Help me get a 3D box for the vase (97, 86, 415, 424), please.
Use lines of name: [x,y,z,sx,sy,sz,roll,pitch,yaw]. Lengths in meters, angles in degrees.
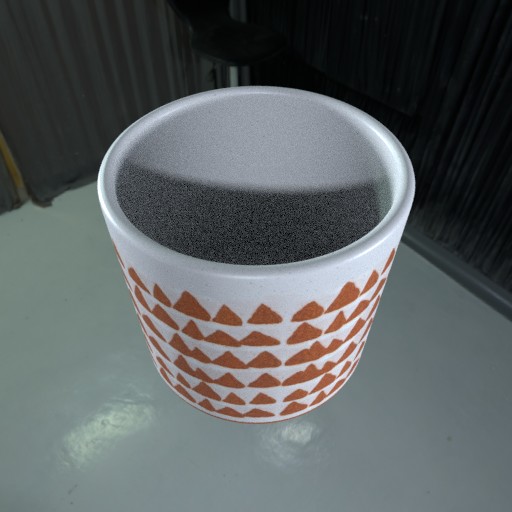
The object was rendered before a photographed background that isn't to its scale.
vase: [0.000,0.000,0.241,0.137,0.127,0.137,0,47,0]
